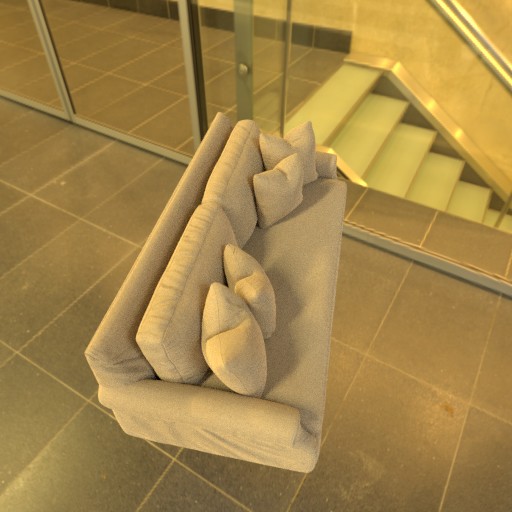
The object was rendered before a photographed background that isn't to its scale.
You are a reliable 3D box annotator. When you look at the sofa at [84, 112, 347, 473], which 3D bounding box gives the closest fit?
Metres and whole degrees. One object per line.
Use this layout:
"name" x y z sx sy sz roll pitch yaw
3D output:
"sofa" 0.000 0.000 2.778 1.067 0.904 2.285 8 46 8
